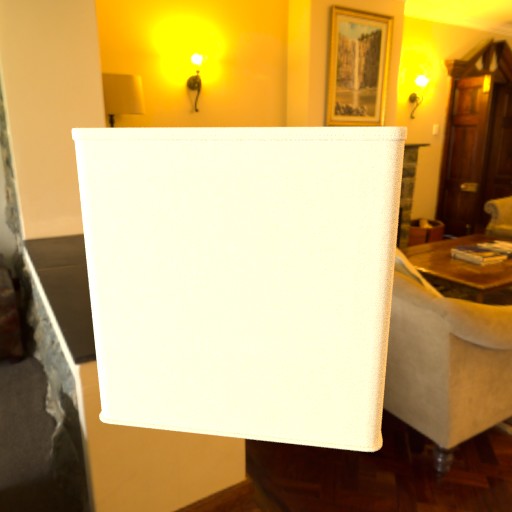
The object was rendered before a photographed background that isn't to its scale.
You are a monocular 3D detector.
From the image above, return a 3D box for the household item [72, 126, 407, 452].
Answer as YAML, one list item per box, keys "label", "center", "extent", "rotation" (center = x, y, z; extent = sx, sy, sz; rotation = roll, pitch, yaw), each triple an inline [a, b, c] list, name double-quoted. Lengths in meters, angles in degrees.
- label: "household item"
  center: [0.000, 0.000, 0.559]
  extent: [0.305, 0.305, 0.305]
  rotation: [2, 15, 9]
